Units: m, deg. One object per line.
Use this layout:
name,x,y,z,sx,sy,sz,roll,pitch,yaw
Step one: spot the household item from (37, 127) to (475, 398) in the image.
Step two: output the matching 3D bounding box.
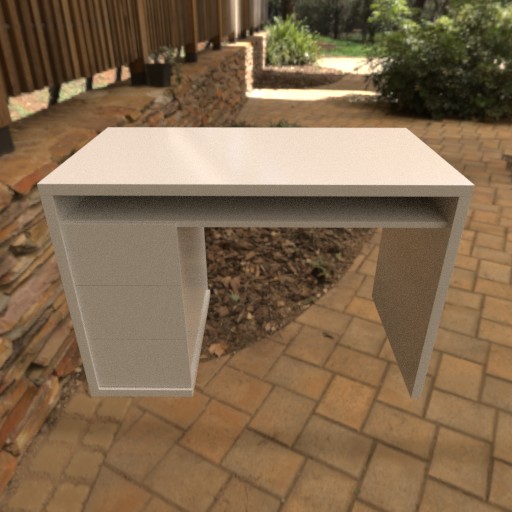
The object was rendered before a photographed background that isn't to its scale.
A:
household item,0.000,0.000,1.556,1.100,0.749,0.597,0,29,0
